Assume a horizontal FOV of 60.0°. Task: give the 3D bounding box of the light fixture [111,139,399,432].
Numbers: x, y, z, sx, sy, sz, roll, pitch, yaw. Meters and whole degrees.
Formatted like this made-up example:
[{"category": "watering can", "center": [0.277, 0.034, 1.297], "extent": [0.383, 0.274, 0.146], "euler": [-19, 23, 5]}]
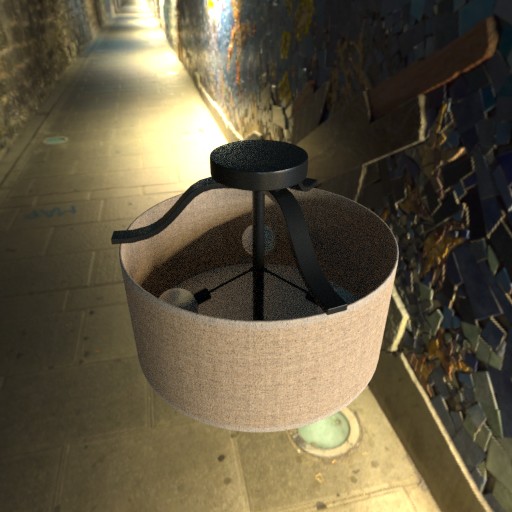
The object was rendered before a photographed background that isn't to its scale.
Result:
[{"category": "light fixture", "center": [0.000, 0.000, 0.645], "extent": [0.390, 0.306, 0.390], "euler": [0, 32, 0]}]
